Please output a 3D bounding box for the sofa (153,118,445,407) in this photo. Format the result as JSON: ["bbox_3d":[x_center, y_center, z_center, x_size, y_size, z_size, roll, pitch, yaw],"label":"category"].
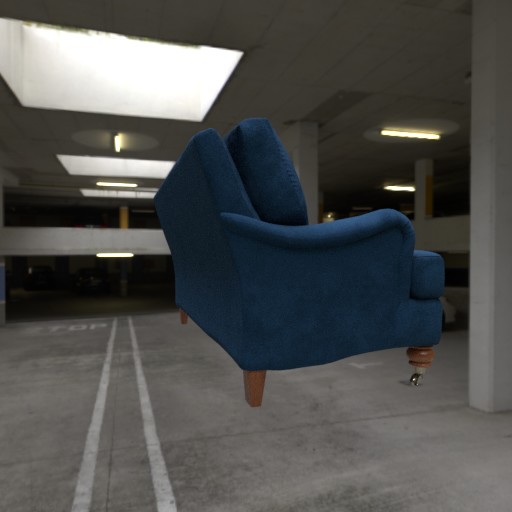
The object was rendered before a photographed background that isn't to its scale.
[{"bbox_3d":[0.000,0.000,2.703,1.084,1.101,2.141,0,1,-17],"label":"sofa"}]
